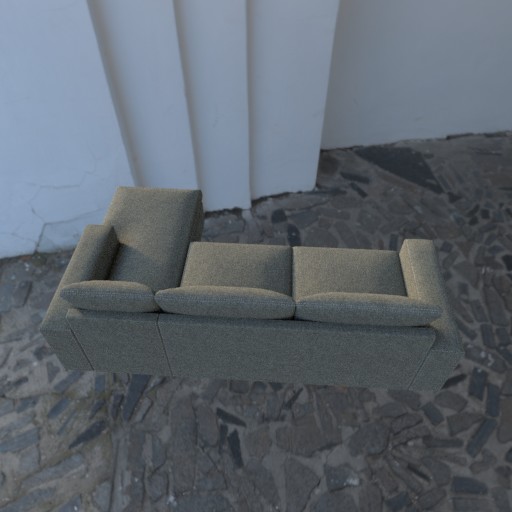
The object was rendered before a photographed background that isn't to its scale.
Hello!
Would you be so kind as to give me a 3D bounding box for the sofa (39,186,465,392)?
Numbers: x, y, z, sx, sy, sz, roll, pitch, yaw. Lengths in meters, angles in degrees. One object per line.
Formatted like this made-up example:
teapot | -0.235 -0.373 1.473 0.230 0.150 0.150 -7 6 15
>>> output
sofa | 0.000 0.000 3.460 2.718 0.940 1.689 3 48 2
